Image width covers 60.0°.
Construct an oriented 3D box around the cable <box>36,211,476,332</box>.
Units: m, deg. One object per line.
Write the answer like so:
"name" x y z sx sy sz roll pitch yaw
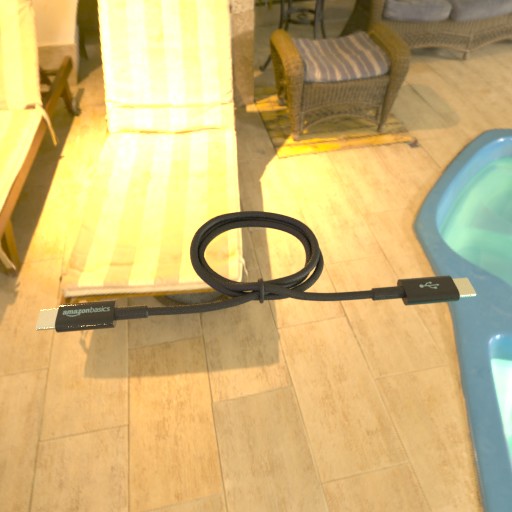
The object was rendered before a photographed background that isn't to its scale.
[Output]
"cable" 0.000 0.000 0.224 0.203 0.014 0.070 -4 46 -4
